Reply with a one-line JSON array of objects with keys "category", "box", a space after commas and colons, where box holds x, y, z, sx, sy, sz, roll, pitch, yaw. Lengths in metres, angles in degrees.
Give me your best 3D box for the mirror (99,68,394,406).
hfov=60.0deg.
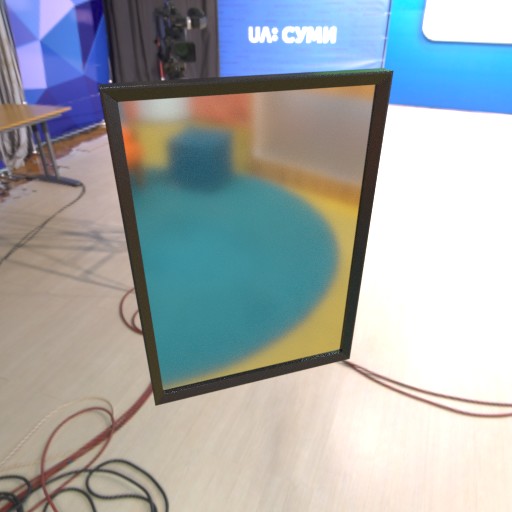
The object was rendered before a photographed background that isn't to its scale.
[{"category": "mirror", "box": [0.000, 0.000, 0.933, 0.507, 0.710, 0.039, -9, 33, -15]}]
